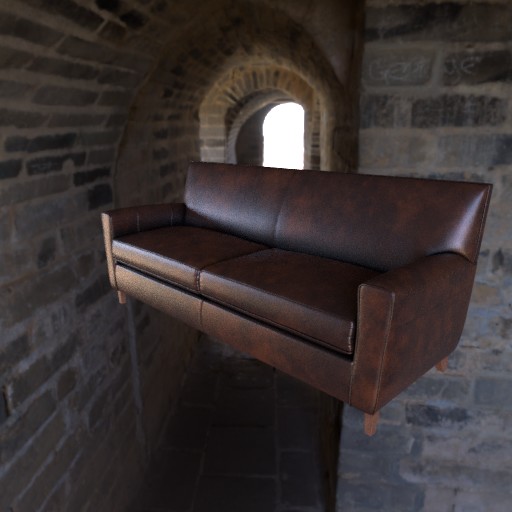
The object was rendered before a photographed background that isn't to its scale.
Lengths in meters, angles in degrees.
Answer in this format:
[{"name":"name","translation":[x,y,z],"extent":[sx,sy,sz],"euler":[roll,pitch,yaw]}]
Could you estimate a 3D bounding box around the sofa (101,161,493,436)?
[{"name":"sofa","translation":[0.000,0.000,2.351],"extent":[0.786,0.871,1.995],"euler":[-15,22,-43]}]
